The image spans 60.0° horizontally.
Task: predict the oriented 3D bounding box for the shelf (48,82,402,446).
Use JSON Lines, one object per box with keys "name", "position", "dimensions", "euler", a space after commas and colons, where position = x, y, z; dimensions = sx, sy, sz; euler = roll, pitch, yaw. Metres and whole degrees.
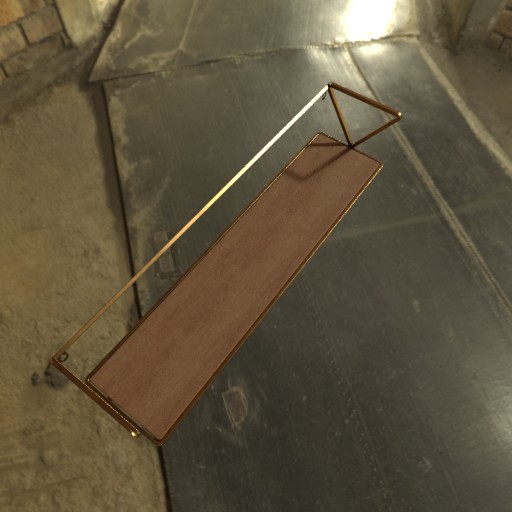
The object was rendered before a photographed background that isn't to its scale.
{"name": "shelf", "position": [0.000, 0.000, 0.741], "dimensions": [0.150, 0.229, 0.645], "euler": [32, 64, 18]}
